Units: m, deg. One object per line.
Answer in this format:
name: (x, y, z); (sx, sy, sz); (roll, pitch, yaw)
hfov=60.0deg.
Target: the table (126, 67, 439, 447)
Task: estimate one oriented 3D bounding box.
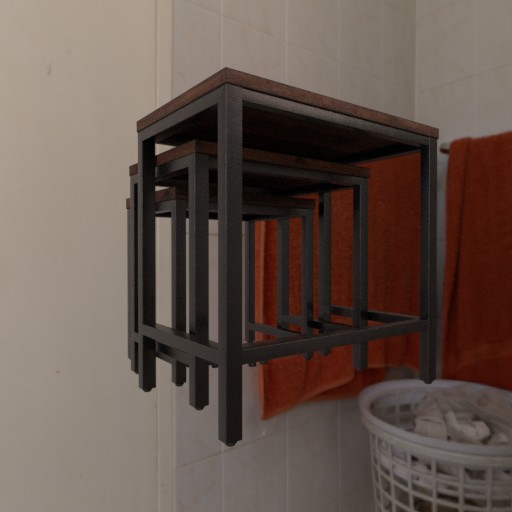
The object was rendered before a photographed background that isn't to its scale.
table: (0.000, 0.000, 1.155); (0.608, 0.616, 0.660); (-1, 1, -36)
